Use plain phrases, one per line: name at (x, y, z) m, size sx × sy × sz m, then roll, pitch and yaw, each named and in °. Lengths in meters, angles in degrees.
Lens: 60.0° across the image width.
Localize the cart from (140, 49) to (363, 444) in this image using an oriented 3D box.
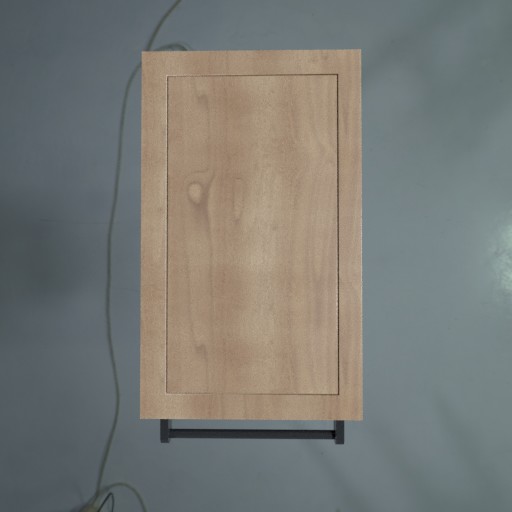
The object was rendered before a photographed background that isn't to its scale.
cart at (0.000, 0.000, 1.364) m, size 0.459 × 0.901 × 0.840 m, roll 0°, pitch 89°, yaw 1°
